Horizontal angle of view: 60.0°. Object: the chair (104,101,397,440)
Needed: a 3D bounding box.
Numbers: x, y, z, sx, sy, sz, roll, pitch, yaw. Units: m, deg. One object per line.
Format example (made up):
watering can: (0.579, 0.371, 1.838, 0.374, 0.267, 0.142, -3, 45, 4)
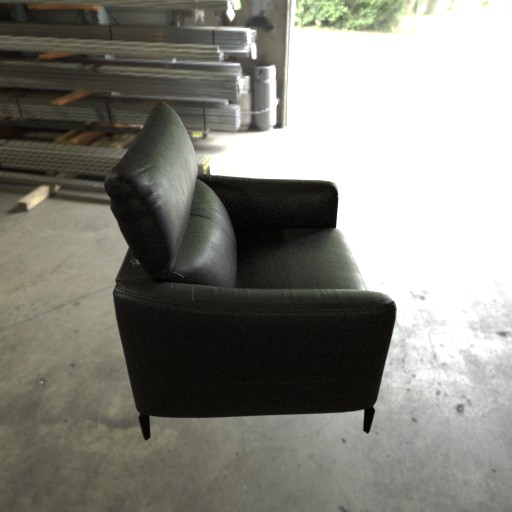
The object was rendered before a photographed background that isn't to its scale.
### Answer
chair: (0.000, 0.000, 1.635, 0.809, 0.949, 0.976, -1, 32, -2)
